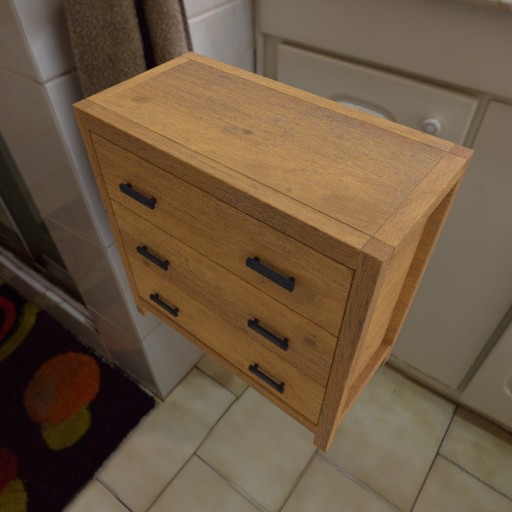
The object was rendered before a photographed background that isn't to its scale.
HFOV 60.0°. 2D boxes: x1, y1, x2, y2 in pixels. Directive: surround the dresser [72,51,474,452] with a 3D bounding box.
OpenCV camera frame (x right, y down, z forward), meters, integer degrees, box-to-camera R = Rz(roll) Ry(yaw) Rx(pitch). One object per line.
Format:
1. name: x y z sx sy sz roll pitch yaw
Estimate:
1. dresser: 0.000 0.000 1.252 0.804 0.804 0.427 30 53 26
